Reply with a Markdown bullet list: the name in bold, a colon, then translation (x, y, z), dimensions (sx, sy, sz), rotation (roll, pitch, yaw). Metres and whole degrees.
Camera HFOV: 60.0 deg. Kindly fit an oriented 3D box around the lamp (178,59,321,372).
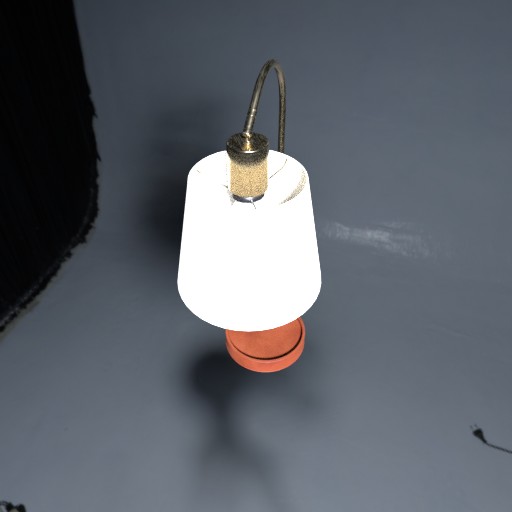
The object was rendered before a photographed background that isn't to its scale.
- **lamp**: translation (0.000, 0.000, 0.671), dimensions (0.211, 0.536, 0.273), rotation (12, 42, 14)
